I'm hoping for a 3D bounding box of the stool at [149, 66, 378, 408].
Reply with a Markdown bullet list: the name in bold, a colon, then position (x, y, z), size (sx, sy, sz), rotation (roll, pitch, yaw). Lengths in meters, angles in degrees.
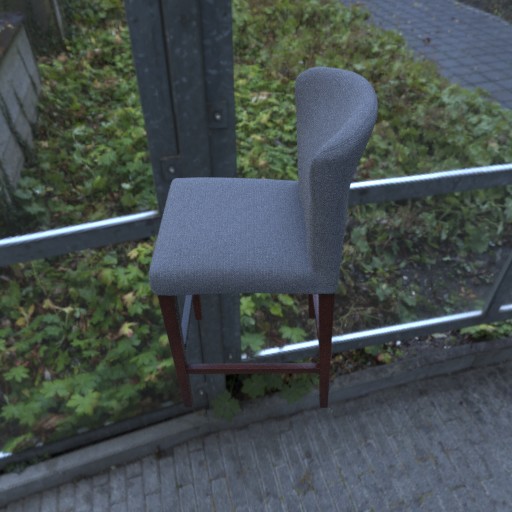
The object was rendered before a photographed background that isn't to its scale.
- **stool**: position (0.000, 0.000, 1.401), size (0.568, 1.069, 0.486), rotation (0, 42, 0)
